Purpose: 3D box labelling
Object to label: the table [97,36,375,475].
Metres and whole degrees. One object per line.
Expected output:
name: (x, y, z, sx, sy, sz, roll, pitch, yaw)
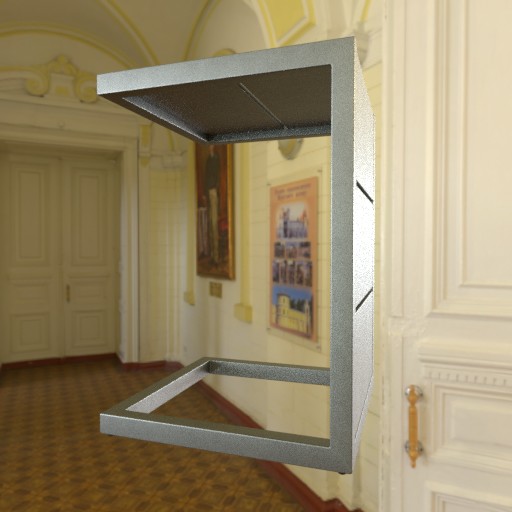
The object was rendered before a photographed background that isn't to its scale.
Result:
table: (0.000, 0.000, 0.865, 0.420, 0.609, 0.405, 1, 2, 19)
